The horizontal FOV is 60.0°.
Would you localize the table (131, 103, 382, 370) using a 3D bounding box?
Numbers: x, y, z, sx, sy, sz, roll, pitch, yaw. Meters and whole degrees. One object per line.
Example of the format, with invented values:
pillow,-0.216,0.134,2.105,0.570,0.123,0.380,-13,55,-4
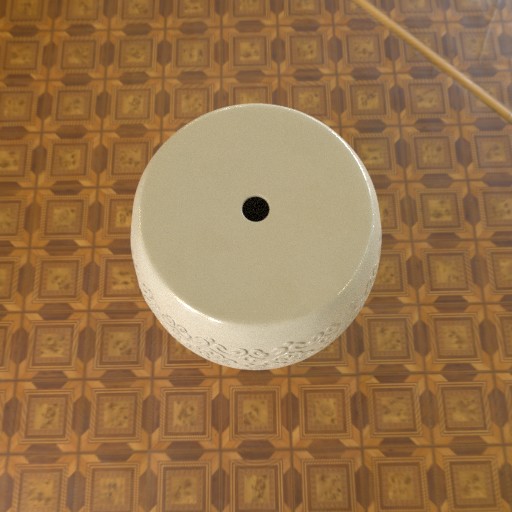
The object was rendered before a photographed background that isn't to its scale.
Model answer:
table,0.000,0.000,0.620,0.309,0.397,0.309,0,76,0
